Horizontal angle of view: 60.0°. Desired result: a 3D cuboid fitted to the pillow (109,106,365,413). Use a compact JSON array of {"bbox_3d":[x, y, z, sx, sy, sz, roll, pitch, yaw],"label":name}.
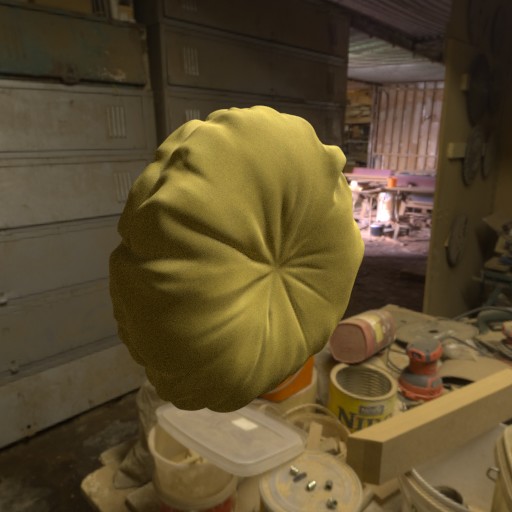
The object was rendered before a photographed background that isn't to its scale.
[{"bbox_3d":[0.000,0.000,0.634,0.428,0.407,0.148,-14,20,-42],"label":"pillow"}]
